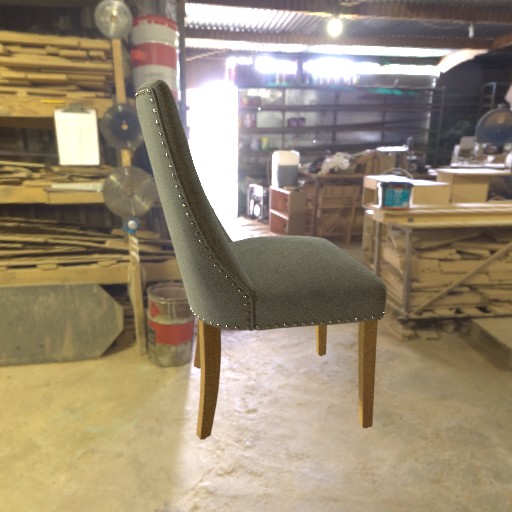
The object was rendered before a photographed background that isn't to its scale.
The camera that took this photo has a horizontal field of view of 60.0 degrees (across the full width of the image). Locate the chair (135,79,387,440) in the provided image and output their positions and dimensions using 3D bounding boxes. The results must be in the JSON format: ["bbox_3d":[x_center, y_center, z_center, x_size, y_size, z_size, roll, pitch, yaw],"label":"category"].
[{"bbox_3d":[0.000,0.000,1.283,0.610,0.902,0.495,-2,15,-8],"label":"chair"}]
